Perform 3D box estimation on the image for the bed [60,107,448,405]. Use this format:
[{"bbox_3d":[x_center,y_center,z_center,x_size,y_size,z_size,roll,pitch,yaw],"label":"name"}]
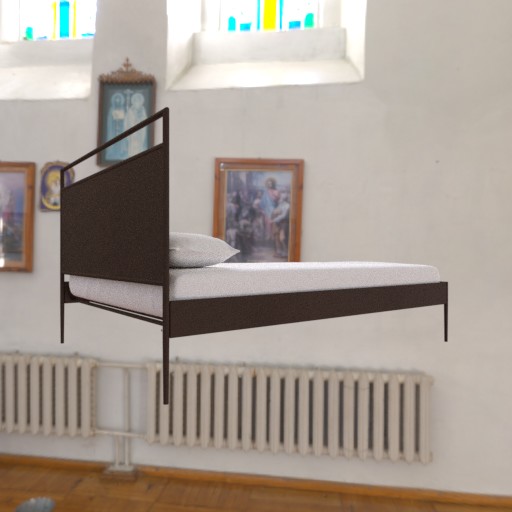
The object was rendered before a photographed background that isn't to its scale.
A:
[{"bbox_3d":[0.000,0.000,3.008,2.122,1.173,1.572,0,0,-38],"label":"bed"}]
